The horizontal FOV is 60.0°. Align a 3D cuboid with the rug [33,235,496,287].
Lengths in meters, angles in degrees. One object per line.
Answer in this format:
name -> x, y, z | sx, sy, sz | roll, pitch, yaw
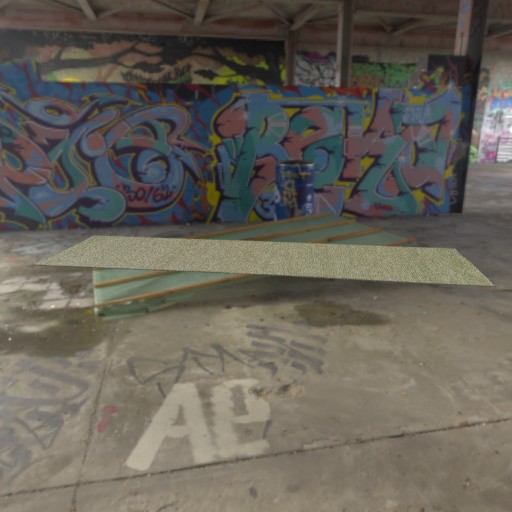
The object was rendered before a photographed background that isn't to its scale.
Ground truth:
rug -> 0.000, 0.000, 2.524 | 2.340, 0.013, 0.686 | 2, 16, 8
